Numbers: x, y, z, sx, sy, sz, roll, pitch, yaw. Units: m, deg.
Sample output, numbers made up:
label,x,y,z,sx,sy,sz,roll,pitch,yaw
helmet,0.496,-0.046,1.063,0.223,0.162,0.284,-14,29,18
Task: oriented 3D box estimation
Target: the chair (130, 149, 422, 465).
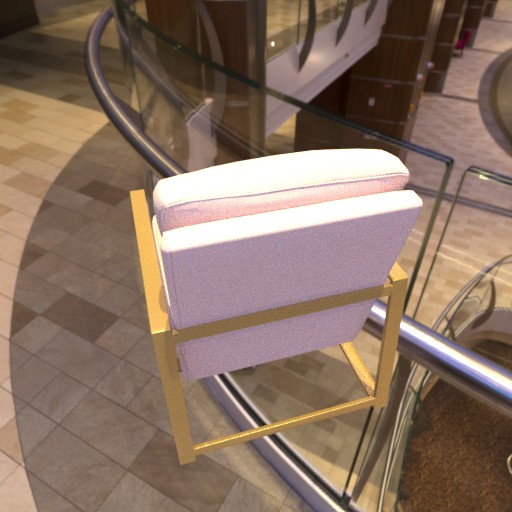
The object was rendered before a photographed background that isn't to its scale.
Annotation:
label,x,y,z,sx,sy,sz,roll,pitch,yaw
chair,0.000,0.000,1.521,0.758,0.956,0.813,-11,42,-12
